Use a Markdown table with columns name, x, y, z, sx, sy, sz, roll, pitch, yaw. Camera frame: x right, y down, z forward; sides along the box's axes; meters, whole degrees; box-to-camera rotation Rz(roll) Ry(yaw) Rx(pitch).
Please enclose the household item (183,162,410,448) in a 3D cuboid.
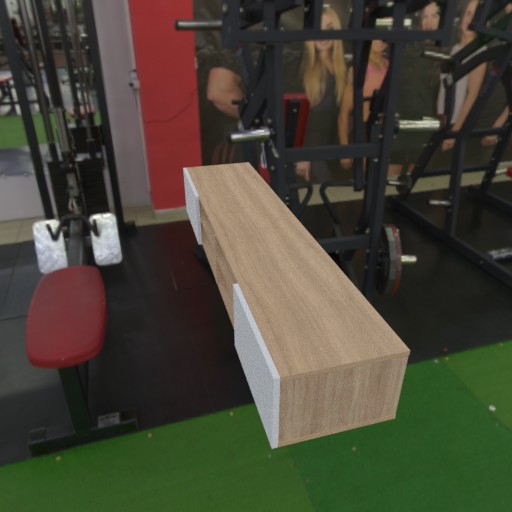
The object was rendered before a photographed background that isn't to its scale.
| name | x | y | z | sx | sy | sz | roll | pitch | yaw |
| --- | --- | --- | --- | --- | --- | --- | --- | --- | --- |
| household item | 0.000 | 0.000 | 2.100 | 0.420 | 0.310 | 1.850 | -8 | 30 | -14 |
